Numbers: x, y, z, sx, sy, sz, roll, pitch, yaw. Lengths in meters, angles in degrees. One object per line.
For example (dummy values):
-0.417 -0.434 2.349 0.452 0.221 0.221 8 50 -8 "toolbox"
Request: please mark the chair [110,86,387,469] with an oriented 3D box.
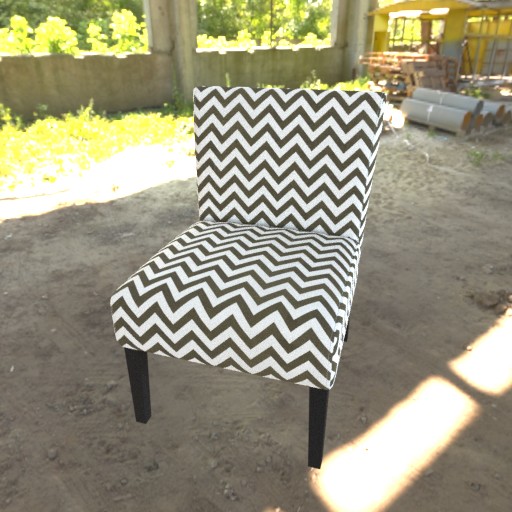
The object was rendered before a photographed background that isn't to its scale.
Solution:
0.000 0.000 1.252 0.589 0.838 0.648 8 27 16 "chair"
